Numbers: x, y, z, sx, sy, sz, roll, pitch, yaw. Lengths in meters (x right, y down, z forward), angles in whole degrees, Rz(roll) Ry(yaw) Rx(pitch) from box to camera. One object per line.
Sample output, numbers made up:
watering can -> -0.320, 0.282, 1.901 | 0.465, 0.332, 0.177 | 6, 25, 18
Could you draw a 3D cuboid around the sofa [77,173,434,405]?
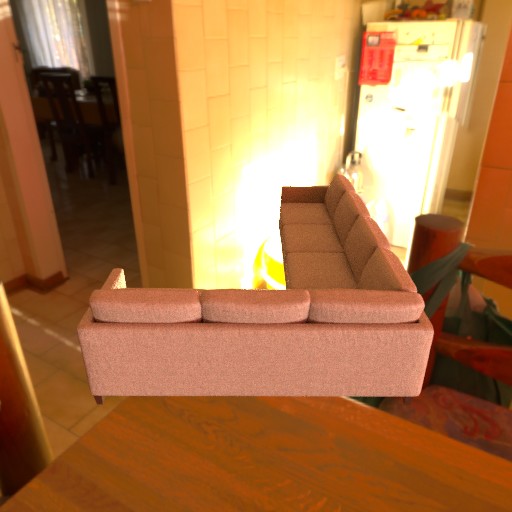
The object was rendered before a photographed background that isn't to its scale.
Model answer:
sofa -> 0.000, 0.000, 4.614 | 2.522, 0.934, 3.333 | 0, 26, 0
